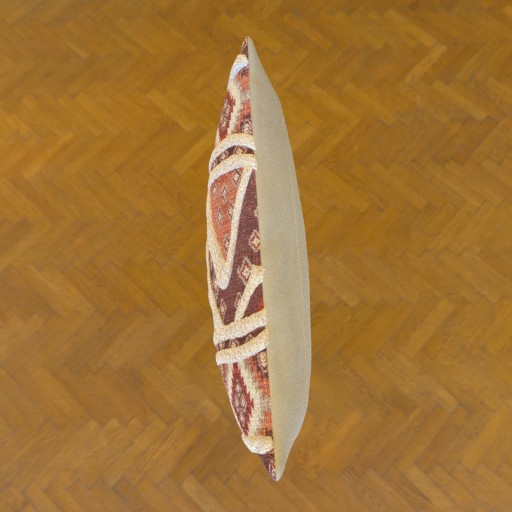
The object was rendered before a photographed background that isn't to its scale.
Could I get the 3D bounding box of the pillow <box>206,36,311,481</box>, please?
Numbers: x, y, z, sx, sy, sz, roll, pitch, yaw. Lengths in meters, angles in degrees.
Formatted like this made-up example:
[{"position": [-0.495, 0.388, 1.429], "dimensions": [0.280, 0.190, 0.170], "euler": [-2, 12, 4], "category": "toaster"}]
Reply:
[{"position": [0.000, 0.000, 0.715], "dimensions": [0.161, 0.295, 0.608], "euler": [-3, 75, -1], "category": "pillow"}]
